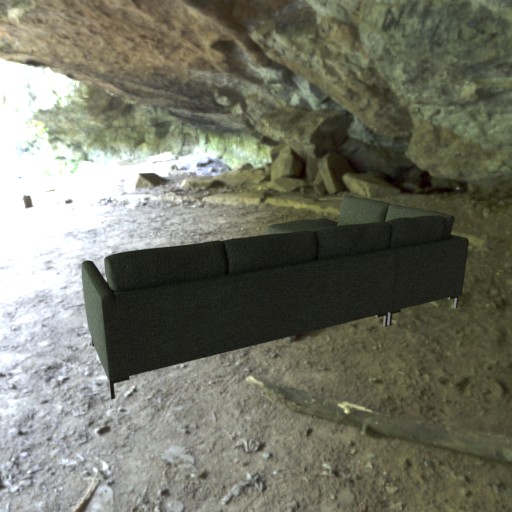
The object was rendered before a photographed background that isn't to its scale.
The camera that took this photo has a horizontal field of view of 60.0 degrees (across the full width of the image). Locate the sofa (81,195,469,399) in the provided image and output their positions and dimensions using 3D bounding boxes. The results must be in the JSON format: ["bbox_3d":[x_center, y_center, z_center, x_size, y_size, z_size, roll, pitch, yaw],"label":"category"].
[{"bbox_3d":[0.000,0.000,3.863,2.949,0.815,2.007,-8,18,-27],"label":"sofa"}]
